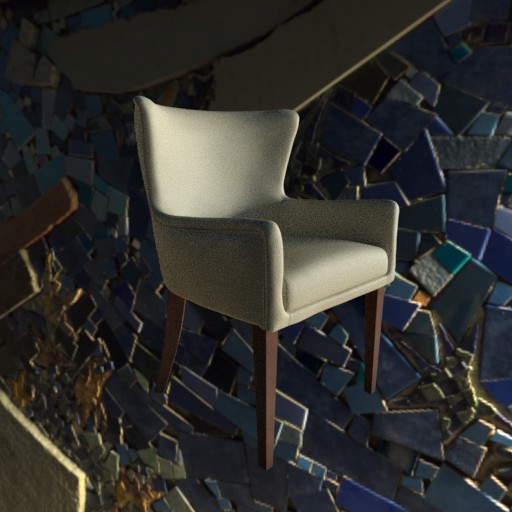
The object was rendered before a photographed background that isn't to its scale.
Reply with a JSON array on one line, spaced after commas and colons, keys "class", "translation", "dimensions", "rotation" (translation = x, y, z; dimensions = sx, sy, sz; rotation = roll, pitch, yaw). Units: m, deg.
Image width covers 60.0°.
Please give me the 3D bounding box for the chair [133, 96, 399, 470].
[{"class": "chair", "translation": [0.000, 0.000, 1.420], "dimensions": [0.686, 0.952, 0.660], "rotation": [13, 18, 43]}]
